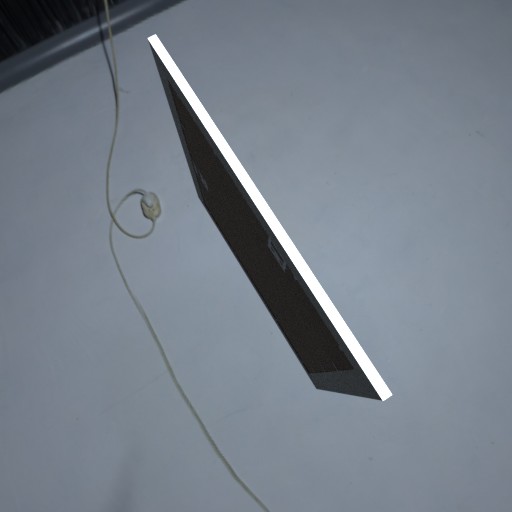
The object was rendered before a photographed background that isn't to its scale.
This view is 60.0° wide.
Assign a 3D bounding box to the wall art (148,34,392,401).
[{"bbox_3d":[0.000,0.000,0.860,0.013,0.584,0.584,-30,77,-8],"label":"wall art"}]
